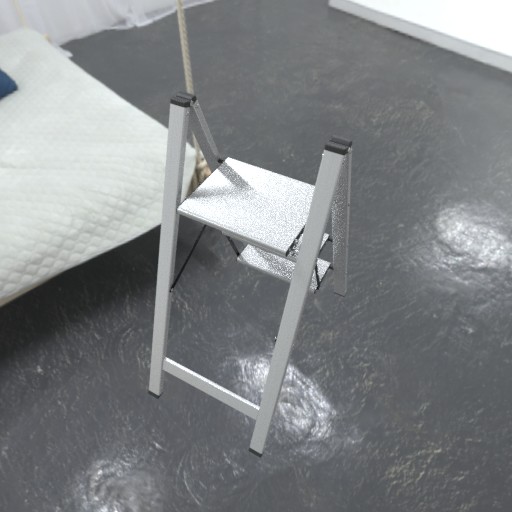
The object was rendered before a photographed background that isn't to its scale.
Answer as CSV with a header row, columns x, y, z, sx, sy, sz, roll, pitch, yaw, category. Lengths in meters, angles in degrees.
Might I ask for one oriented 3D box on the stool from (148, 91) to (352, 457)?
x,y,z,sx,sy,sz,roll,pitch,yaw,category
0.000,0.000,1.308,0.441,0.902,0.730,22,51,19,stool
